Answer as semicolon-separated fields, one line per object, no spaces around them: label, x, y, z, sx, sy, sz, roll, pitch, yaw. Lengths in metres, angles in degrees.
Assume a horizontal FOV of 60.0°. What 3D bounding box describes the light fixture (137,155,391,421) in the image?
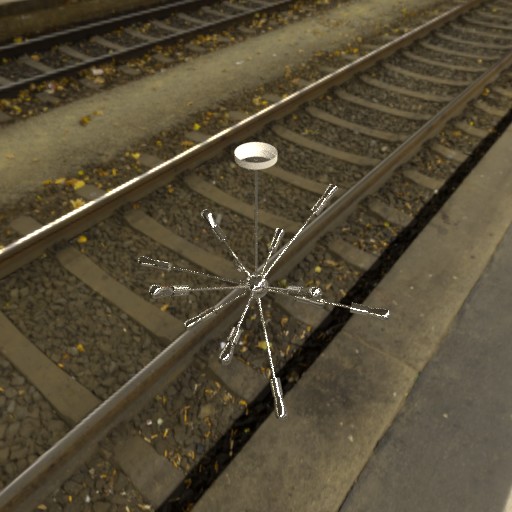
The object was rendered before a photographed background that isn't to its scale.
light fixture;0.000;0.000;1.079;0.684;0.558;0.509;12;43;13
